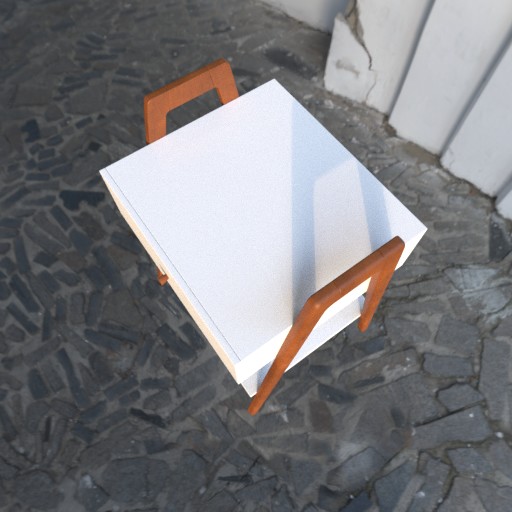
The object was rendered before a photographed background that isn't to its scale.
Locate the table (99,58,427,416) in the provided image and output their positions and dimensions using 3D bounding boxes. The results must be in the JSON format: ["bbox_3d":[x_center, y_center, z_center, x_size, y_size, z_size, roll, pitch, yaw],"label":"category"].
[{"bbox_3d":[0.000,0.000,0.936,0.405,0.610,0.457,-33,68,-15],"label":"table"}]
